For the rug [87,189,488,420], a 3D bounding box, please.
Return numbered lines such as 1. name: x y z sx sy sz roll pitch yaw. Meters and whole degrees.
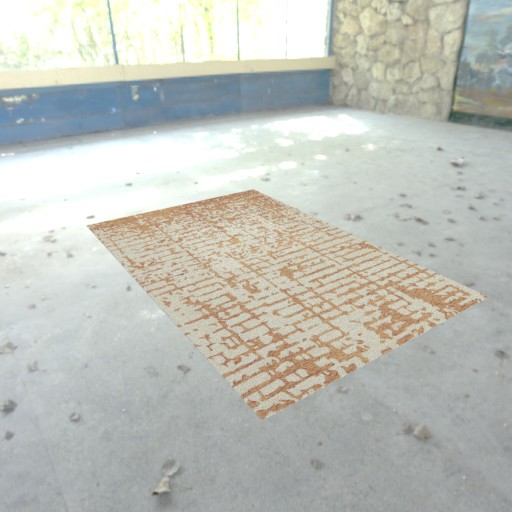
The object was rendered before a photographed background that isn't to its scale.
1. rug: 0.000 0.000 2.310 1.219 0.011 1.829 -17 31 -31
